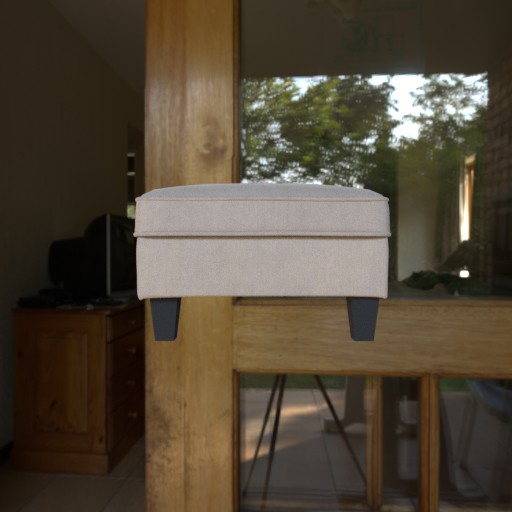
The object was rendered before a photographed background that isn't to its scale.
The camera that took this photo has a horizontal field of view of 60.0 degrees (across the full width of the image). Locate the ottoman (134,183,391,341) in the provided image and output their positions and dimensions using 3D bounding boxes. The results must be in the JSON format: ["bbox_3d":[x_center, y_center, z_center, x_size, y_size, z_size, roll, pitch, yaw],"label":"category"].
[{"bbox_3d":[0.000,0.000,2.030,0.735,0.460,1.726,0,0,-1],"label":"ottoman"}]
